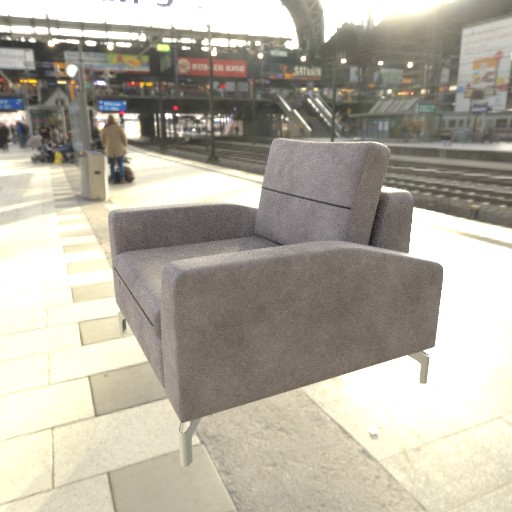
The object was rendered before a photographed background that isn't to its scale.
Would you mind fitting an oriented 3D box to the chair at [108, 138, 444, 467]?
[{"bbox_3d":[0.000,0.000,1.585,0.900,0.800,0.900,-8,18,-26],"label":"chair"}]
